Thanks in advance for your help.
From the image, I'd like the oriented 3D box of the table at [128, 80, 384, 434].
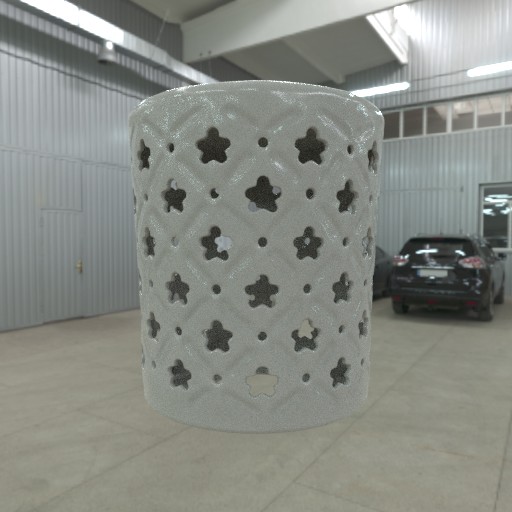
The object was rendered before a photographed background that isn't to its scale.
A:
[{"bbox_3d":[0.000,0.000,0.638,0.352,0.387,0.352,0,2,0],"label":"table"}]
